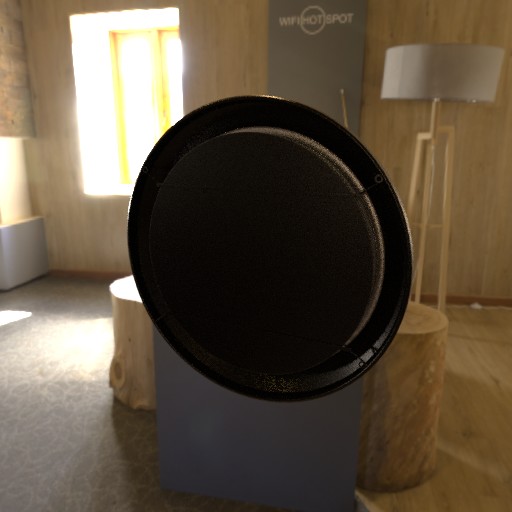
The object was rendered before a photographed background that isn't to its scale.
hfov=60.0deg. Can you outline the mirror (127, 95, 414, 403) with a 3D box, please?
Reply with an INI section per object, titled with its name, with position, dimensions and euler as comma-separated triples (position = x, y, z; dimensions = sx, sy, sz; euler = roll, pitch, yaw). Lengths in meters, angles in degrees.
[mirror]
position = 0.000, 0.000, 1.336
dimensions = 0.907, 0.907, 0.111
euler = 7, 16, 25
